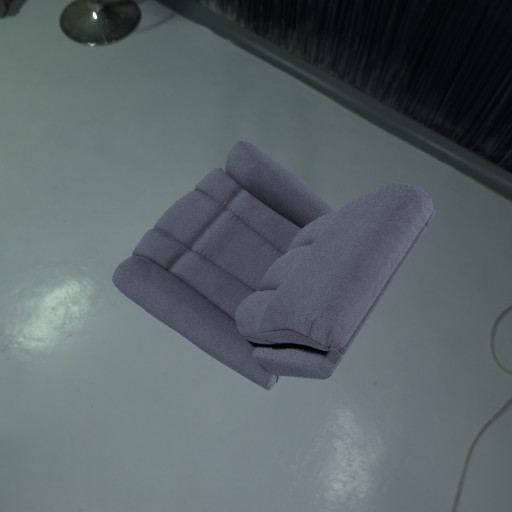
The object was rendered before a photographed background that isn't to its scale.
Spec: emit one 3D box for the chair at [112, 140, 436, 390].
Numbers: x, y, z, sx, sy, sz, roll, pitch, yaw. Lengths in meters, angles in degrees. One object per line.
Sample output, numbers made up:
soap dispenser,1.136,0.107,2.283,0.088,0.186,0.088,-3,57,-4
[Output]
chair,0.000,0.000,1.787,0.979,1.031,0.871,33,68,15
